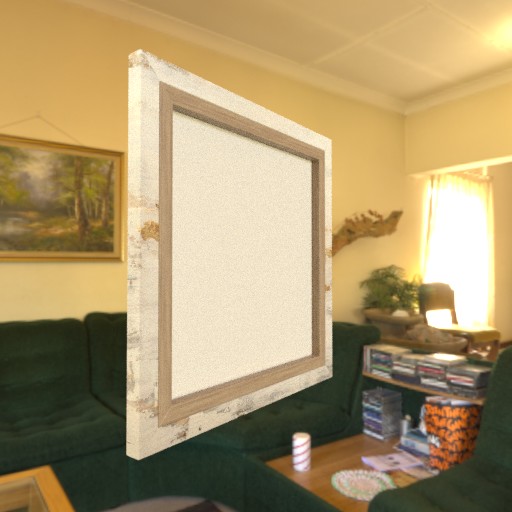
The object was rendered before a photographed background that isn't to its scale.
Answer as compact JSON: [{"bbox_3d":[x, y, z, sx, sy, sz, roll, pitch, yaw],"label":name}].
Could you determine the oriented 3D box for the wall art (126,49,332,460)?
[{"bbox_3d":[0.000,0.000,1.123,0.038,0.755,0.753,-1,-1,37],"label":"wall art"}]
